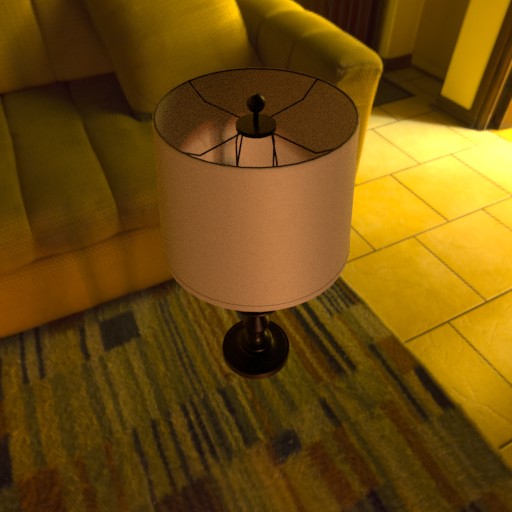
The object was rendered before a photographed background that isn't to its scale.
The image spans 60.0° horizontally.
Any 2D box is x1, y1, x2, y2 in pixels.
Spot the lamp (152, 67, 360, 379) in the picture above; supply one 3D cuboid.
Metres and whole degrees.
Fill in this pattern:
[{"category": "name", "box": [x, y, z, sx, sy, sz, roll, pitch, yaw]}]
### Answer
[{"category": "lamp", "box": [0.000, 0.000, 0.956, 0.383, 0.726, 0.383, 0, 45, 0]}]
